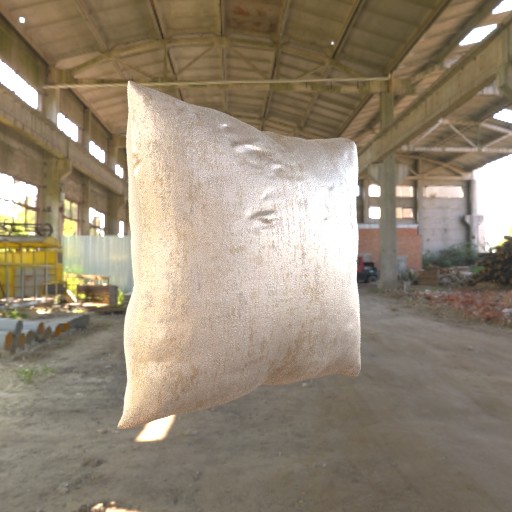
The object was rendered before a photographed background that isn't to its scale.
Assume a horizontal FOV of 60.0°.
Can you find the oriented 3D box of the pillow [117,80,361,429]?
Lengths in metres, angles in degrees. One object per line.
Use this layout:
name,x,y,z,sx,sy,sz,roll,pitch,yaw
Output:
pillow,0.000,0.000,0.709,0.450,0.448,0.245,1,-2,-36
